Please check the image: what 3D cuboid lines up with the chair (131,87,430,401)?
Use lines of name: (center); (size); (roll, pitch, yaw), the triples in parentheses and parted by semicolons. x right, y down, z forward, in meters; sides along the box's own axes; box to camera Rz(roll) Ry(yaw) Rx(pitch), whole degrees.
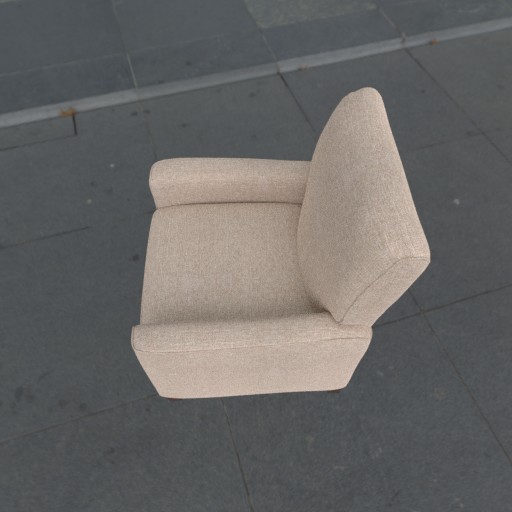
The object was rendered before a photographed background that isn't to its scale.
chair: (0.000, 0.000, 1.654); (0.858, 1.028, 0.841); (-2, 56, -2)
